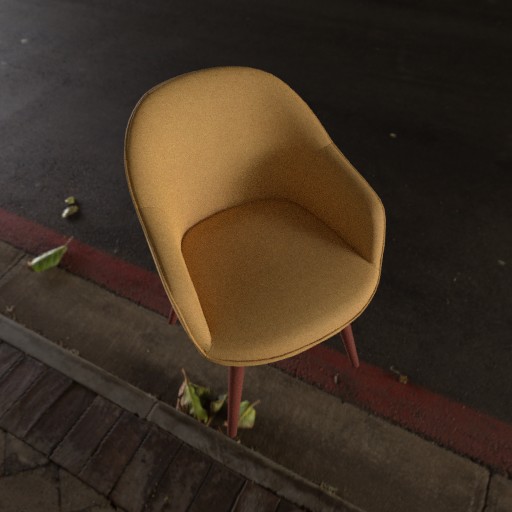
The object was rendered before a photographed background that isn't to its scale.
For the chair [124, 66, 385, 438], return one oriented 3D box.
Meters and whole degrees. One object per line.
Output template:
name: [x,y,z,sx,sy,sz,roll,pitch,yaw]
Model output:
chair: [0.000,0.000,1.255,0.596,0.823,0.635,-23,51,-20]
